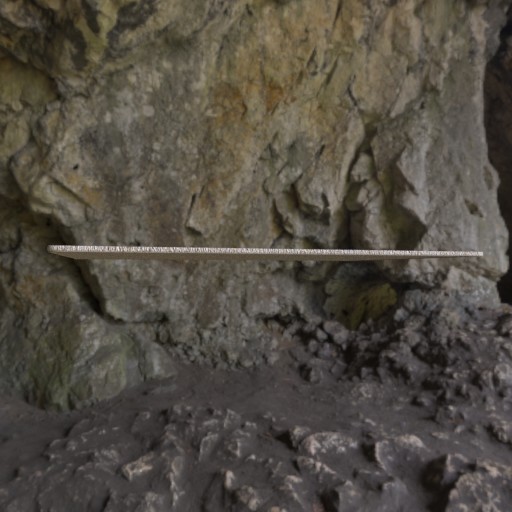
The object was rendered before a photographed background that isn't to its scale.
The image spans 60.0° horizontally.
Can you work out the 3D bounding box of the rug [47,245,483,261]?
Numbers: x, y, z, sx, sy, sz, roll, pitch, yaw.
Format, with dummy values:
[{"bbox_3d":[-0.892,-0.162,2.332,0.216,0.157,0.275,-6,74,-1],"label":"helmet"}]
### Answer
[{"bbox_3d":[0.000,0.000,2.942,2.349,0.026,1.500,1,-2,-18],"label":"rug"}]
